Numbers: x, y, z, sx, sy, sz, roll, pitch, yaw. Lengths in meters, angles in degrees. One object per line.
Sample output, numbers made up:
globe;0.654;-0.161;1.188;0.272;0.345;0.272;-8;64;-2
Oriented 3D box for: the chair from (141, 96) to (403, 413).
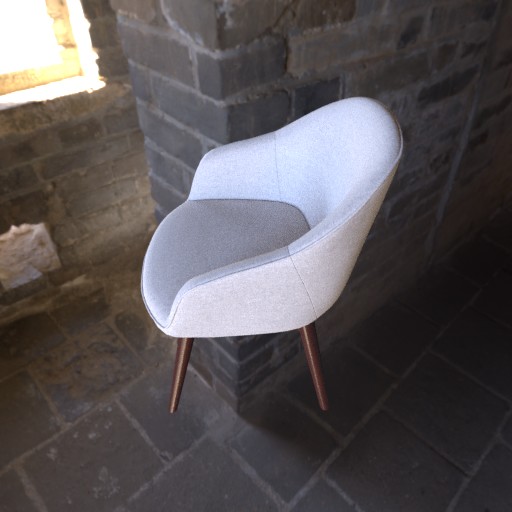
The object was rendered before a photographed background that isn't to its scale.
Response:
chair;0.000;0.000;1.259;0.635;0.823;0.596;-1;41;-1
